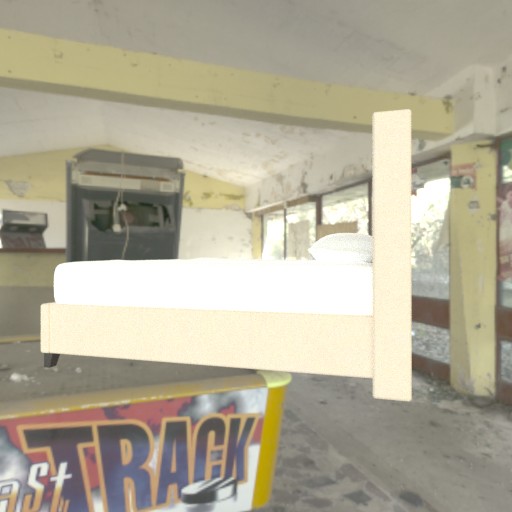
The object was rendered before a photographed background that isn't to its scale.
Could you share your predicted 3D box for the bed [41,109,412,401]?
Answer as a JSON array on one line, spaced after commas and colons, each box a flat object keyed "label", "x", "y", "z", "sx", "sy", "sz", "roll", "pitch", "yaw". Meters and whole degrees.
[{"label": "bed", "x": 0.000, "y": 0.000, "z": 3.572, "sx": 2.293, "sy": 1.471, "sz": 2.145, "roll": 0, "pitch": 0, "yaw": 17}]
